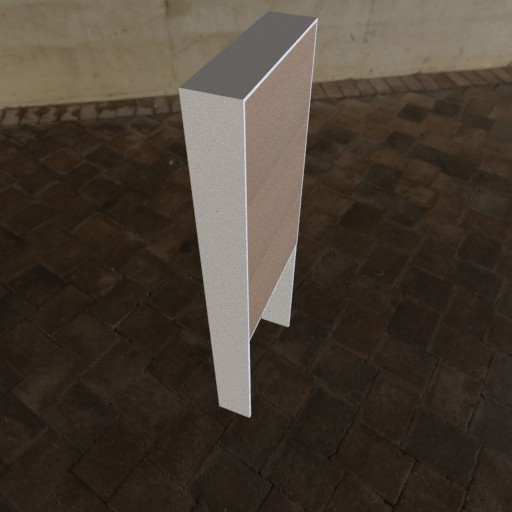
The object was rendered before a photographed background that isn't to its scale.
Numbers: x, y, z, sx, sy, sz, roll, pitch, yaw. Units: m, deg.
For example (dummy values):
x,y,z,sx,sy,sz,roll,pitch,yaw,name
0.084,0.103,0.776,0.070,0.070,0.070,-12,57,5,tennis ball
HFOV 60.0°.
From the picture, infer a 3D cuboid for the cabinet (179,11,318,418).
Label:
x,y,z,sx,sy,sz,roll,pitch,yaw,name
0.000,0.000,1.948,0.192,1.770,0.643,16,48,15,cabinet
